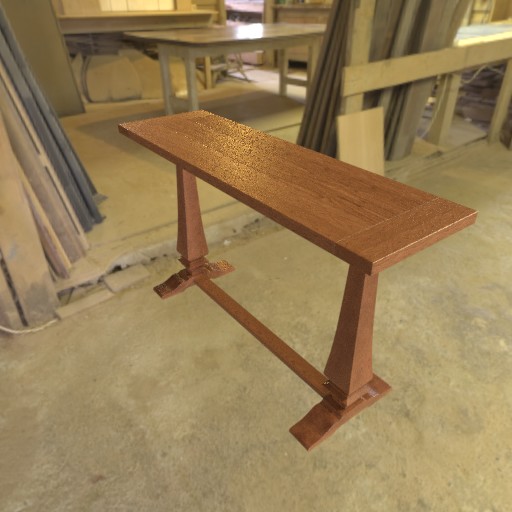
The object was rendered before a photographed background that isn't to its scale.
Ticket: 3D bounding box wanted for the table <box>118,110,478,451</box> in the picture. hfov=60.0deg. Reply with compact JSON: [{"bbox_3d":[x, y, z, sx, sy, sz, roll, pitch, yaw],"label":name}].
[{"bbox_3d":[0.000,0.000,1.852,0.461,0.852,1.478,-22,38,-31],"label":"table"}]
